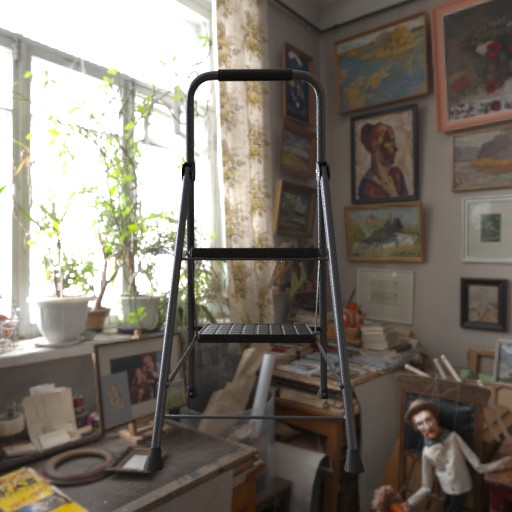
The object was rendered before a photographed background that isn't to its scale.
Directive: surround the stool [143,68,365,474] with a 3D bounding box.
[{"bbox_3d":[0.000,0.000,1.147,0.450,0.872,0.514,0,0,1],"label":"stool"}]
